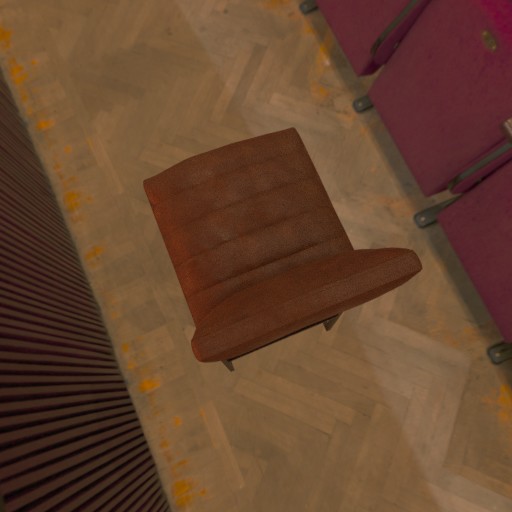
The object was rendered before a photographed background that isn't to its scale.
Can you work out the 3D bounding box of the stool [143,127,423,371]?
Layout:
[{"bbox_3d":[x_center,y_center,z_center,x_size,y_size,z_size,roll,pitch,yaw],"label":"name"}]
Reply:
[{"bbox_3d":[0.000,0.000,1.343,0.463,1.065,0.562,-22,76,-6],"label":"stool"}]
